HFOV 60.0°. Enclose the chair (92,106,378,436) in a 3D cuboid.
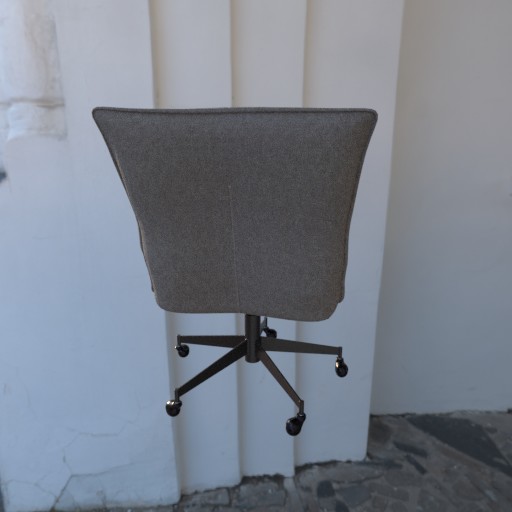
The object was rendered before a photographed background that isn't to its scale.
[{"bbox_3d":[0.000,0.000,1.315,0.597,0.811,0.696,3,16,10],"label":"chair"}]
